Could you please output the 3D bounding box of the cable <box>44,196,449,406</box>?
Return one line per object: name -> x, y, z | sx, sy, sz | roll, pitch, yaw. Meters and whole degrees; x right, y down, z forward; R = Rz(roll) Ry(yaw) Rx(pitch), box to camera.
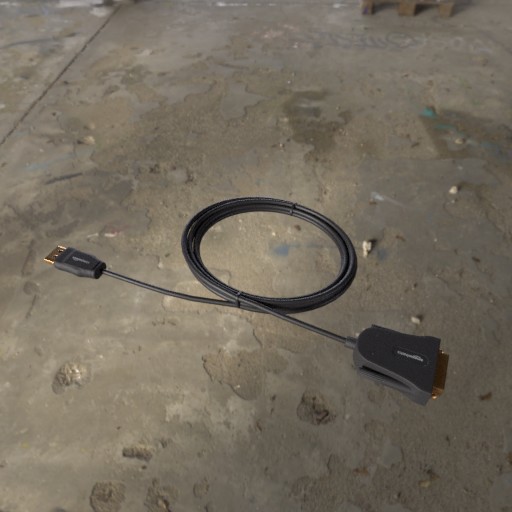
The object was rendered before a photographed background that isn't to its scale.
cable -> 0.000, 0.000, 0.329 | 0.281, 0.015, 0.136 | 17, 48, 16
